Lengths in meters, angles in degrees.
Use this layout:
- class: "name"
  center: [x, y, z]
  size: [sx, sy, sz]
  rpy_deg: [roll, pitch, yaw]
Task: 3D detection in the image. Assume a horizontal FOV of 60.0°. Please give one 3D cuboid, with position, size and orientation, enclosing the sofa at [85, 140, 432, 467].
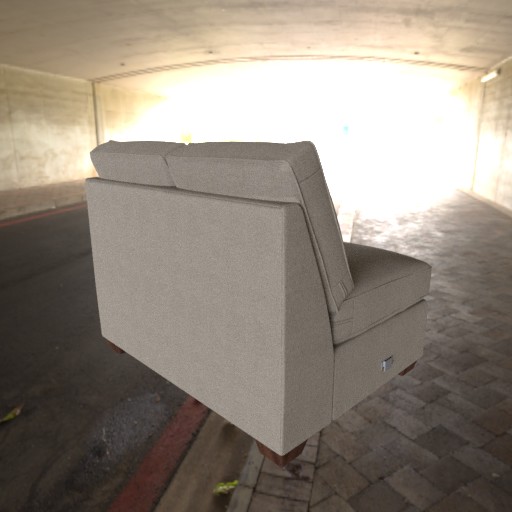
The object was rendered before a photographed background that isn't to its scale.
- class: "sofa"
  center: [0.000, 0.000, 1.984]
  size: [0.978, 1.006, 1.232]
  rpy_deg: [-14, 20, -42]
